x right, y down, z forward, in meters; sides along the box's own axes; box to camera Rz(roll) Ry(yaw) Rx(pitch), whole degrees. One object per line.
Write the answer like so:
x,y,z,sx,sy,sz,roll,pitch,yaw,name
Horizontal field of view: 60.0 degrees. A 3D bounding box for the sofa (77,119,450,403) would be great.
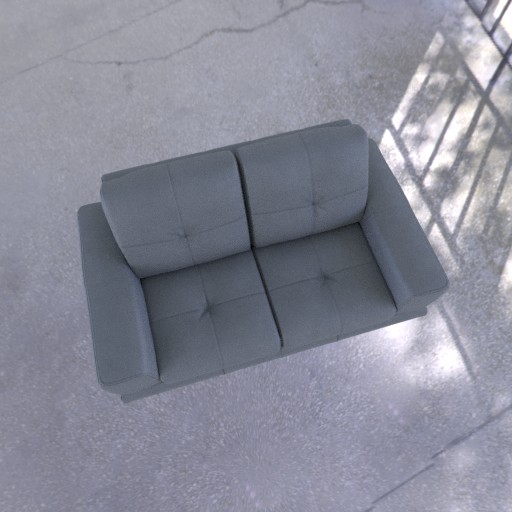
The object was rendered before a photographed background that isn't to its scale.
0.000,0.000,2.392,1.806,0.907,1.018,-15,65,-7,sofa
